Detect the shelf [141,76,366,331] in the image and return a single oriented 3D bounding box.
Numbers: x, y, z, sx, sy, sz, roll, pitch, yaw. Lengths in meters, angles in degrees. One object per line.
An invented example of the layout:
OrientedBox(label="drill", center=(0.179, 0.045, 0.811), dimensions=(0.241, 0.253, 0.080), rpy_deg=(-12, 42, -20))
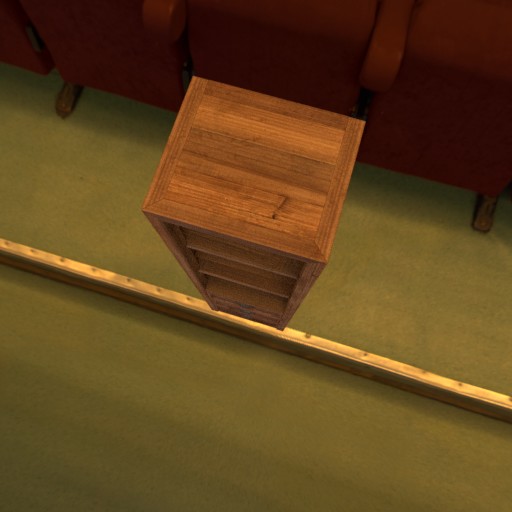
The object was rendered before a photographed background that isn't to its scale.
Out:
OrientedBox(label="shelf", center=(0.000, 0.000, 2.097), dimensions=(0.500, 1.900, 0.428), rpy_deg=(16, 76, 4))
